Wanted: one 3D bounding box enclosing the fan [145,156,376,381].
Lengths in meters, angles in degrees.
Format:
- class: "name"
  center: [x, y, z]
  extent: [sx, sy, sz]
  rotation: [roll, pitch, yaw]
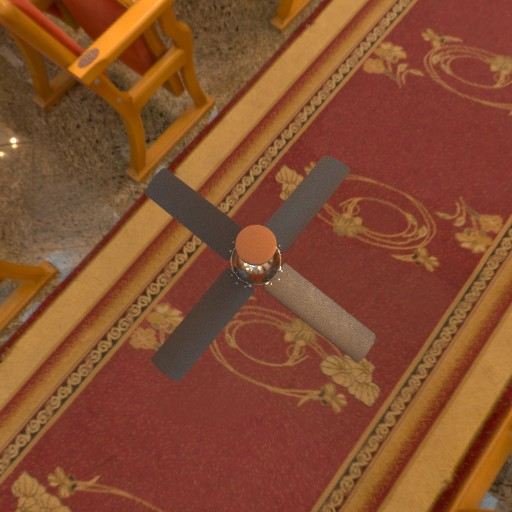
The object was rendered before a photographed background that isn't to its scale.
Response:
- class: "fan"
  center: [0.000, 0.000, 2.021]
  extent: [1.332, 0.403, 1.332]
  rotation: [38, 79, 9]
